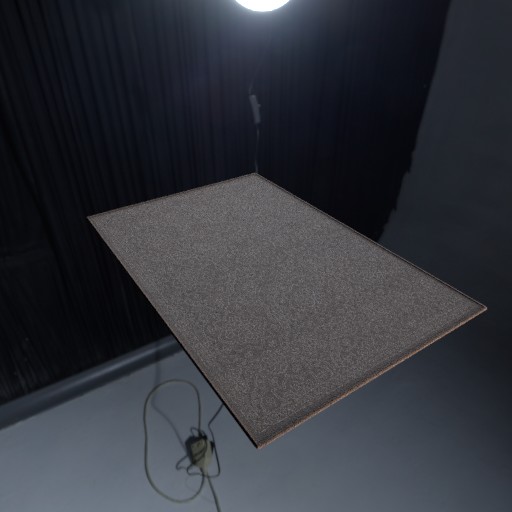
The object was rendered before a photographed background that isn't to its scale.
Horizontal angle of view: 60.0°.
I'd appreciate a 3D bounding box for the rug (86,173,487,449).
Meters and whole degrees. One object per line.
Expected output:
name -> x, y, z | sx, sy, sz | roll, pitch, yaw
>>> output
rug -> 0.000, 0.000, 2.863 | 1.524, 0.011, 2.286 | -20, 38, -28
